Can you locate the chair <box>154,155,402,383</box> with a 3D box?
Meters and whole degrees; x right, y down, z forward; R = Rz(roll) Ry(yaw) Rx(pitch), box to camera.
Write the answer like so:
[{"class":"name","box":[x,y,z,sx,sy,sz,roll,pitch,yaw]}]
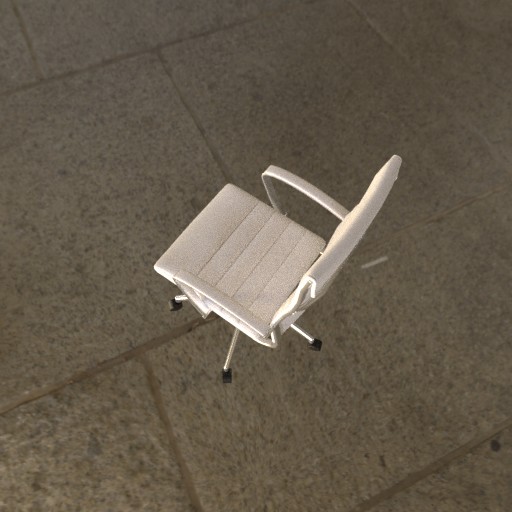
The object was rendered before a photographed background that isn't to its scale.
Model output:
[{"class":"chair","box":[0.000,0.000,1.676,0.739,1.149,0.766,32,67,15]}]
